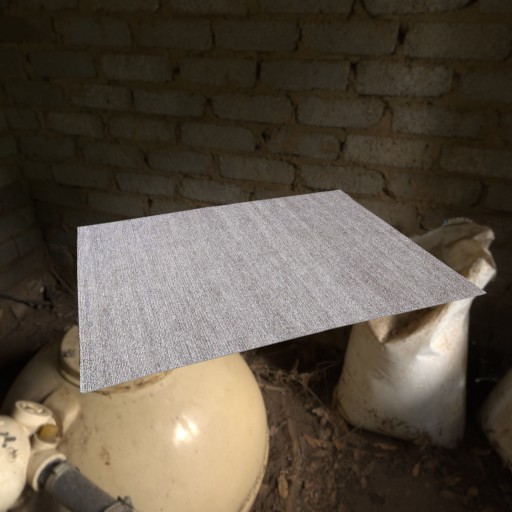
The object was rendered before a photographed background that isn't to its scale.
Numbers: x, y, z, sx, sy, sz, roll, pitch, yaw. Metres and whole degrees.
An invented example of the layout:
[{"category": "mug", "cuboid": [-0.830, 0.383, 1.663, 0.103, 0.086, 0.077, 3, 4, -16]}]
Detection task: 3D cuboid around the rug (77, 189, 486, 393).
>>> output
[{"category": "rug", "cuboid": [0.000, 0.000, 4.203, 3.202, 0.045, 2.434, -10, 32, -17]}]
